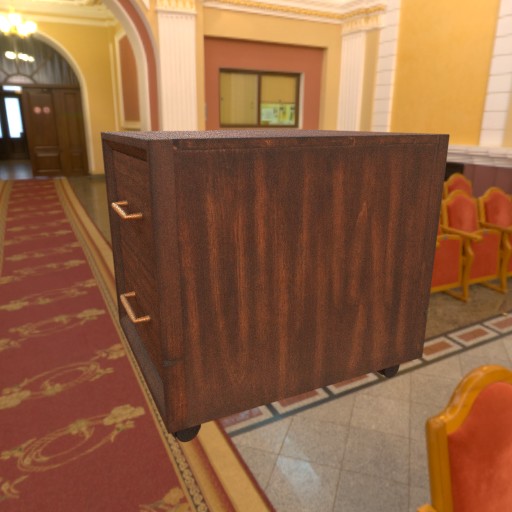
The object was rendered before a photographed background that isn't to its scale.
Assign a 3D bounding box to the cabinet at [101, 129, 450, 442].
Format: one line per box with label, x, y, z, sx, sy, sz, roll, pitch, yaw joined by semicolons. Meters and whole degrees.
cabinet;0.000;0.000;0.849;0.500;0.455;0.402;-8;19;-25
